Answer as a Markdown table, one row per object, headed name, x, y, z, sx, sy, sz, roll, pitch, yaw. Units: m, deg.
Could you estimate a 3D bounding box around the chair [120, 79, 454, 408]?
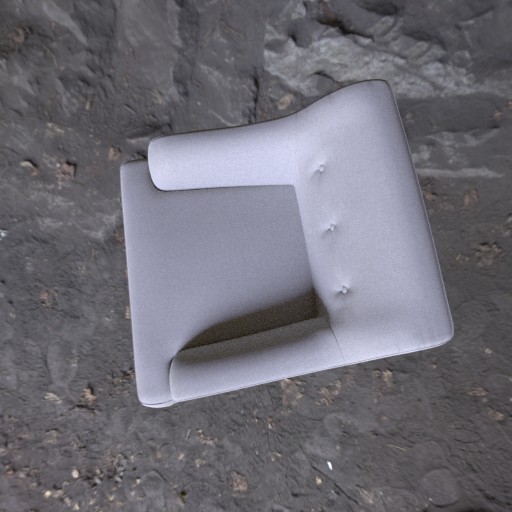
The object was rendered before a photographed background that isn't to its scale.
| name | x | y | z | sx | sy | sz | roll | pitch | yaw |
| --- | --- | --- | --- | --- | --- | --- | --- | --- | --- |
| chair | 0.000 | 0.000 | 1.608 | 0.951 | 0.818 | 0.946 | -8 | 76 | -2 |
